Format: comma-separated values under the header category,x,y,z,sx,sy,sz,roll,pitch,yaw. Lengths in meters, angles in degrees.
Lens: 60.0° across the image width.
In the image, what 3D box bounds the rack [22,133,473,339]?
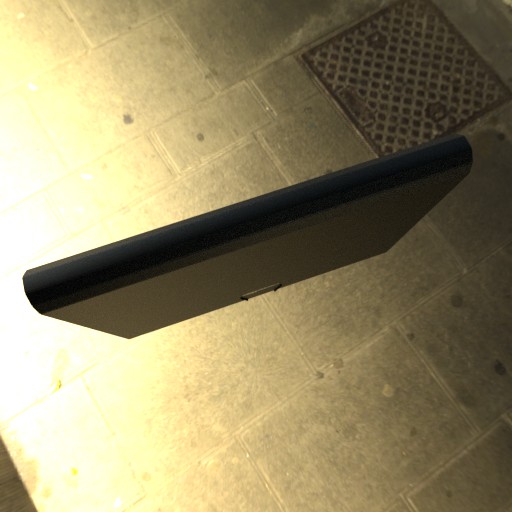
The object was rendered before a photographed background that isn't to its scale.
category,x,y,z,sx,sy,sz,roll,pitch,yaw
rack,0.000,0.000,0.427,0.330,0.241,0.041,-18,76,-5
